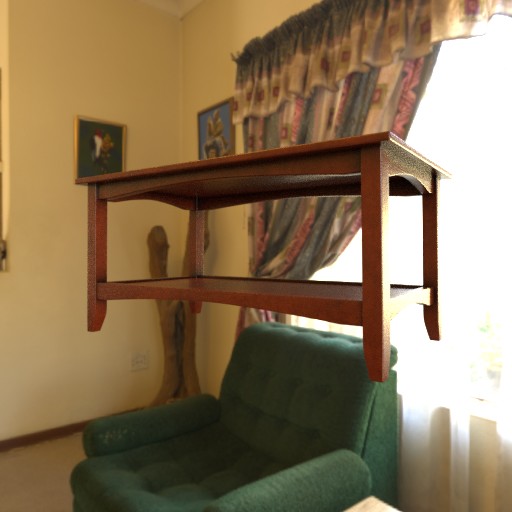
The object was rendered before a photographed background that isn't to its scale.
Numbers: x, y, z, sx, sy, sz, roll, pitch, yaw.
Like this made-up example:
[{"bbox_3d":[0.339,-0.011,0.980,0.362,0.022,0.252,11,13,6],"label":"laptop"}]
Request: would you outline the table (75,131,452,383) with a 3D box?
[{"bbox_3d":[0.000,0.000,1.269,0.943,0.456,0.533,1,1,35],"label":"table"}]
